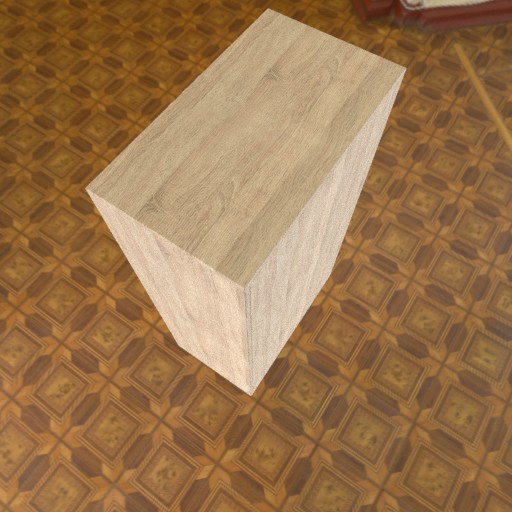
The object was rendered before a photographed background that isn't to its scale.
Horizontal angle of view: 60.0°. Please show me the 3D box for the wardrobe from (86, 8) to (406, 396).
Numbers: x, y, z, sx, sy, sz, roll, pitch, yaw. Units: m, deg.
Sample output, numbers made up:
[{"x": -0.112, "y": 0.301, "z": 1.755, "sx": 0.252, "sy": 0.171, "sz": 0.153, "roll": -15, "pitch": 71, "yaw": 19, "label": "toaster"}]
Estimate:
[{"x": 0.000, "y": 0.000, "z": 2.319, "sx": 0.600, "sy": 1.960, "sz": 1.000, "roll": 31, "pitch": 68, "yaw": 14, "label": "wardrobe"}]
